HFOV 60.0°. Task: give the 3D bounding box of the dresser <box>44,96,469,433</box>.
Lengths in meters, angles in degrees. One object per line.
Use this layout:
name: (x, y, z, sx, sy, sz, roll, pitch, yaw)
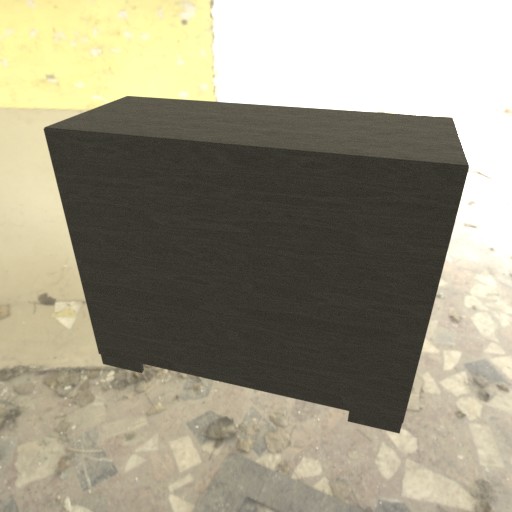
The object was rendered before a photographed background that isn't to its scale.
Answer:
dresser: (0.000, 0.000, 1.367, 0.994, 0.816, 0.404, 9, 32, 14)
